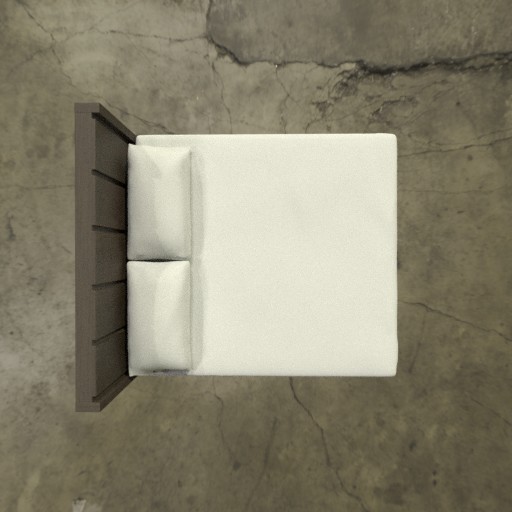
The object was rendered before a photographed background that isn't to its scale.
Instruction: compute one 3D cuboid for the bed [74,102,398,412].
[{"bbox_3d":[0.000,0.000,3.078,1.992,1.261,1.735,0,90,1],"label":"bed"}]
